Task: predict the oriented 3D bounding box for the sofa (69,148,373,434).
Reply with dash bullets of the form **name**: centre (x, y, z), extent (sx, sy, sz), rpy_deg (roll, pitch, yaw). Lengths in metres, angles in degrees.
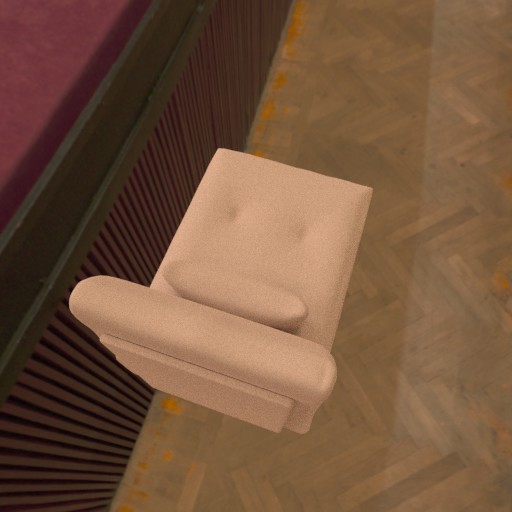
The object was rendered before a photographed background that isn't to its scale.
- **sofa**: centre (0.000, 0.000, 1.576), extent (0.700, 0.820, 1.000), rpy_deg (17, 64, 8)
